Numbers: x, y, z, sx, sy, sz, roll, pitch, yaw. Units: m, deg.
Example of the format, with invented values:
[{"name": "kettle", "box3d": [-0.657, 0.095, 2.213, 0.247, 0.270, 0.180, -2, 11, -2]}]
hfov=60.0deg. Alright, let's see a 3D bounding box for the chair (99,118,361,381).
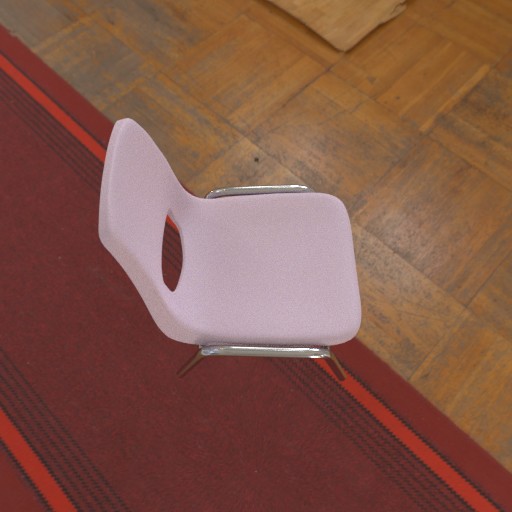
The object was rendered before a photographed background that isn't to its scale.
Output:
[{"name": "chair", "box3d": [0.000, 0.000, 0.798, 0.385, 0.536, 0.354, -1, 64, 0]}]
